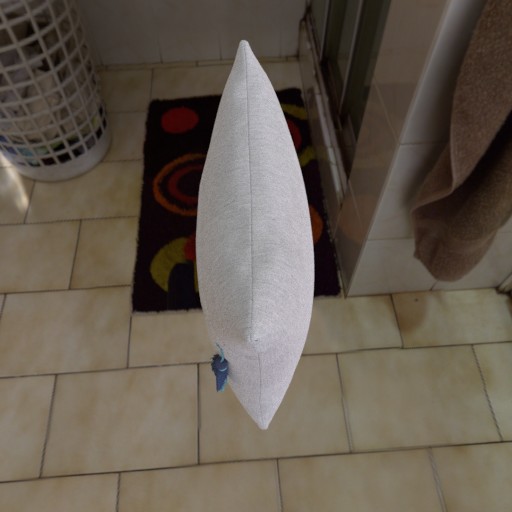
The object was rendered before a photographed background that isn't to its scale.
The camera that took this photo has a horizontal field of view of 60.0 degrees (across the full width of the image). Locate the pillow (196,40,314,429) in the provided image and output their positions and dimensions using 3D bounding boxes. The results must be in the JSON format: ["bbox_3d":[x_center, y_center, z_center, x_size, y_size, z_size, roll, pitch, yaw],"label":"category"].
[{"bbox_3d":[0.000,0.000,0.682,0.173,0.436,0.433,-2,59,-1],"label":"pillow"}]
